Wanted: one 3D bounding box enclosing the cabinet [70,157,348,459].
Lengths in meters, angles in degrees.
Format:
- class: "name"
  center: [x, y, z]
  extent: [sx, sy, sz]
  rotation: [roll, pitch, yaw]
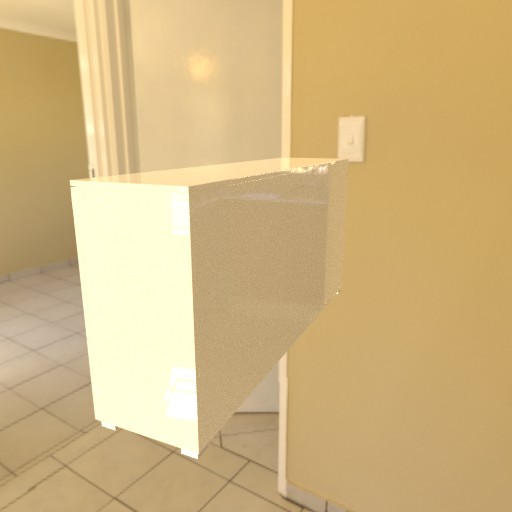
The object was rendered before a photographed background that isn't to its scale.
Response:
- class: "cabinet"
  center: [0.000, 0.000, 2.005]
  extent: [0.400, 0.800, 1.650]
  rotation: [7, 16, 24]
